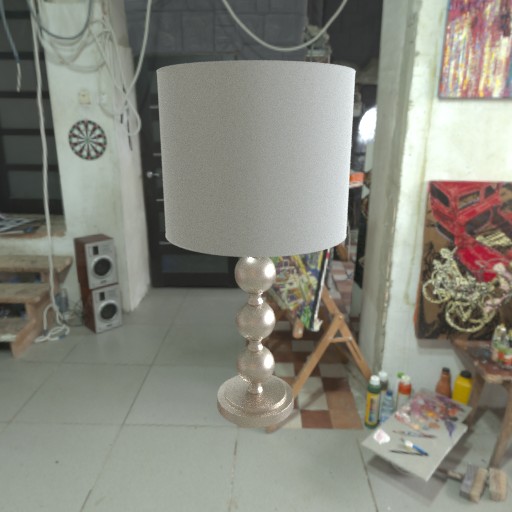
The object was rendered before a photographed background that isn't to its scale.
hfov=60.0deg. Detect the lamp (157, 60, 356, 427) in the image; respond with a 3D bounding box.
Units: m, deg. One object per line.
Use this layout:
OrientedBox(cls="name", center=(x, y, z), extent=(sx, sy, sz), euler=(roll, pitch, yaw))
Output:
OrientedBox(cls="lamp", center=(0.000, 0.000, 0.702), extent=(0.277, 0.538, 0.277), euler=(-9, 19, -27))
